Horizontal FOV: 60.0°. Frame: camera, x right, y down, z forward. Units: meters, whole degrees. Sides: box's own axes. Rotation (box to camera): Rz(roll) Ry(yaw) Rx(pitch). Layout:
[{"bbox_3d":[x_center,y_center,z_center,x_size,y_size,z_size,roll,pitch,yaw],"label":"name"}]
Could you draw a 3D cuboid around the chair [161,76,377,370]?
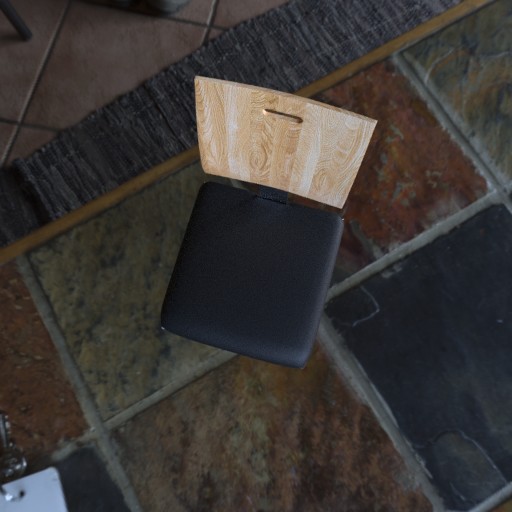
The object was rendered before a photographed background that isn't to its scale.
[{"bbox_3d":[0.000,0.000,1.289,0.462,0.936,0.560,15,76,4],"label":"chair"}]
